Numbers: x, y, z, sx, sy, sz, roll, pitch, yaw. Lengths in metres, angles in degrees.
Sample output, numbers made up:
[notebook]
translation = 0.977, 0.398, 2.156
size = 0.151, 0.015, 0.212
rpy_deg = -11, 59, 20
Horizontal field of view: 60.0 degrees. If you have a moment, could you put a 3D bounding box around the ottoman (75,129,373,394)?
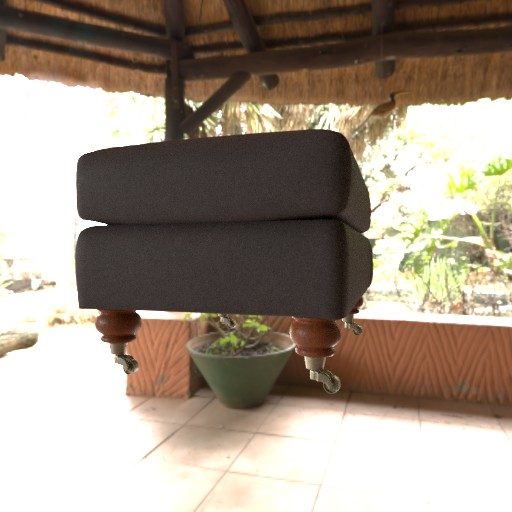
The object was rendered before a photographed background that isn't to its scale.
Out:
[ottoman]
translation = 0.000, 0.000, 1.175
size = 0.574, 0.497, 0.773
rpy_deg = 0, 0, 17
